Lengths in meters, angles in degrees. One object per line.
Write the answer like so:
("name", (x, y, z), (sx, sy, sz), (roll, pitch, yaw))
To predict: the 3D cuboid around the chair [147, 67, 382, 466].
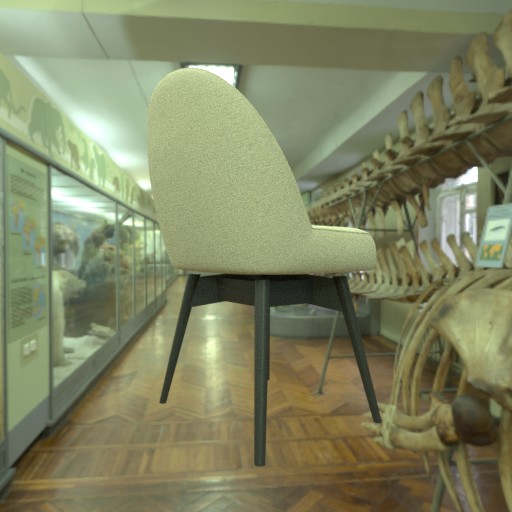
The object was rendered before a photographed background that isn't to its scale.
("chair", (0.000, 0.000, 1.171), (0.540, 0.838, 0.532), (-1, 1, -37))
